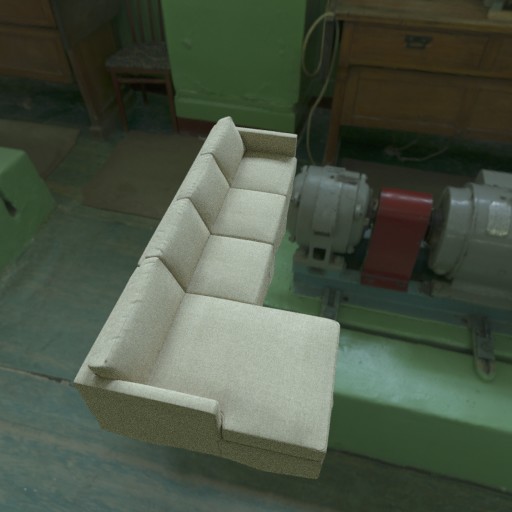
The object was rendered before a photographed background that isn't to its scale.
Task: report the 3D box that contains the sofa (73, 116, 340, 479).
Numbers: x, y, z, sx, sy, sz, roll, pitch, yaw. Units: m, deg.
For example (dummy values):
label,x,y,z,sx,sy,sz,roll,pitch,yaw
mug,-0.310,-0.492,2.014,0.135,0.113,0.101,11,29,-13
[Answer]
label,x,y,z,sx,sy,sz,roll,pitch,yaw
sofa,0.000,0.000,3.879,1.650,0.922,3.205,9,47,9
